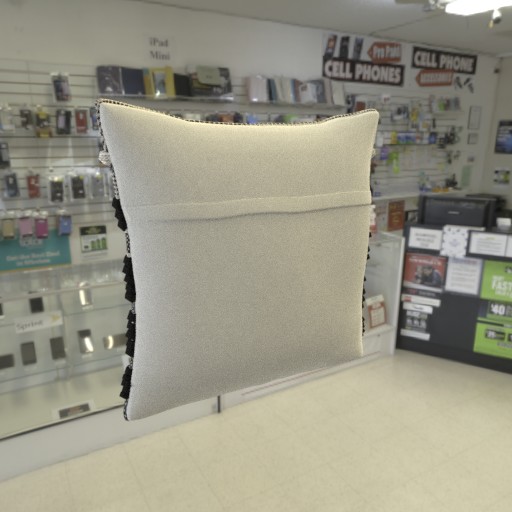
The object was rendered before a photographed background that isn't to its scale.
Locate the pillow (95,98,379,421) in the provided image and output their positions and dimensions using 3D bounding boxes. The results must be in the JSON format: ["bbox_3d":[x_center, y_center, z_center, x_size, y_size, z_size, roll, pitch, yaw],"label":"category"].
[{"bbox_3d":[0.000,0.000,0.676,0.436,0.438,0.156,-8,17,-26],"label":"pillow"}]
